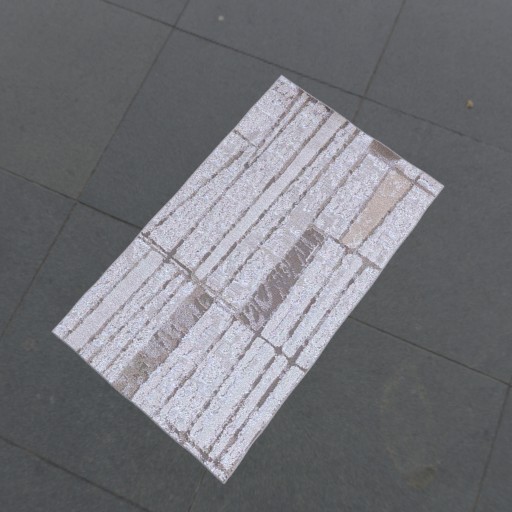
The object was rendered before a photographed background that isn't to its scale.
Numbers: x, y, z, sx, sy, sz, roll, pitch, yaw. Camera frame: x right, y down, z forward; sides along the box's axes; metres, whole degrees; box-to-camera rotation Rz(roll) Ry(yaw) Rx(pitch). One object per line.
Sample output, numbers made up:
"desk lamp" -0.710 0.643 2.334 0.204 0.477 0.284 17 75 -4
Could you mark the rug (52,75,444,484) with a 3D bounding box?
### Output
"rug" 0.000 0.000 1.059 0.515 0.007 0.867 38 79 9
